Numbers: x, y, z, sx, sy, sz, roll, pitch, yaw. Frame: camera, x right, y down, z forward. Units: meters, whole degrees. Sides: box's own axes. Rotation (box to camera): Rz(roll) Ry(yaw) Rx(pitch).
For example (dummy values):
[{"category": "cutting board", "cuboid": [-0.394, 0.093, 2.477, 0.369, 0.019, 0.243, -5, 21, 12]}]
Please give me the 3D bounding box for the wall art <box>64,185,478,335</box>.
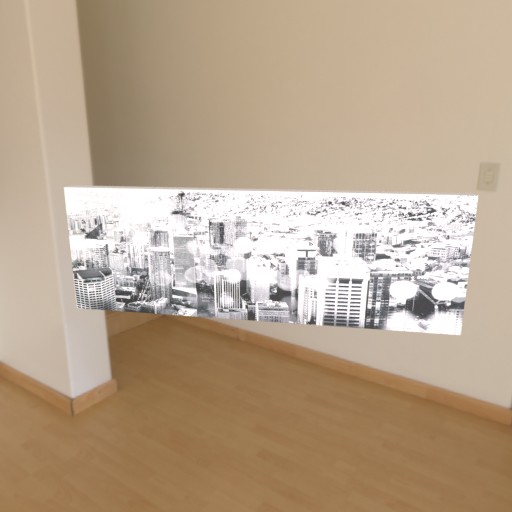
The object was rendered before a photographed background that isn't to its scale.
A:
[{"category": "wall art", "cuboid": [0.000, 0.000, 0.856, 0.763, 0.255, 0.038, 3, 15, 10]}]
